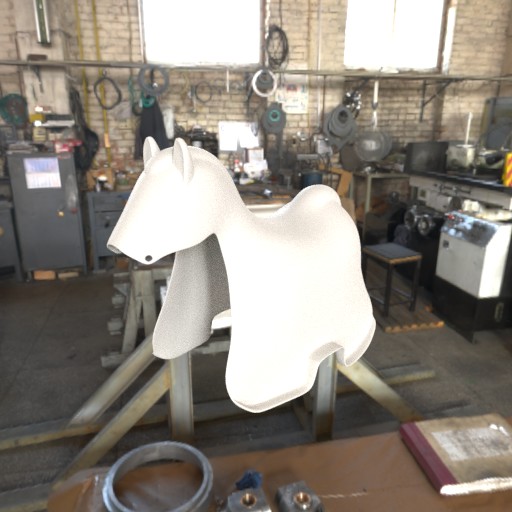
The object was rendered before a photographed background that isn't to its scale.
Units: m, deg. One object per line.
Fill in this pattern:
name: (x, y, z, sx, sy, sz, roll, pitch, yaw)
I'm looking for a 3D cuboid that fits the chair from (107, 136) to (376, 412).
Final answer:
chair: (0.000, 0.000, 1.156, 0.429, 0.612, 0.800, 16, 23, 41)
